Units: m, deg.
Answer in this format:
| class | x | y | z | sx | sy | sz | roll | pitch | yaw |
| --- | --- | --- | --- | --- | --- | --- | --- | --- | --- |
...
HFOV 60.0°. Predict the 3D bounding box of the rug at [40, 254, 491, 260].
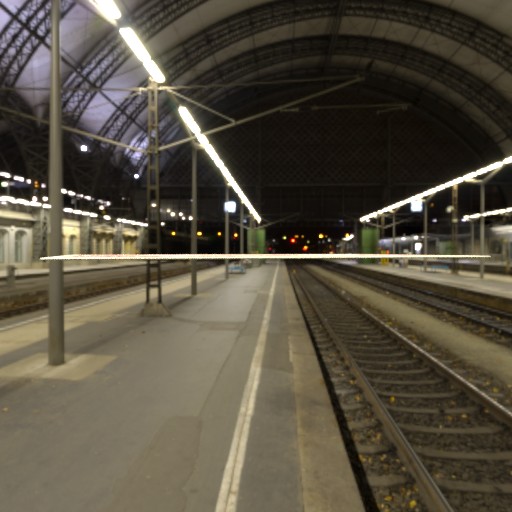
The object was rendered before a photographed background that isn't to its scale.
| class | x | y | z | sx | sy | sz | roll | pitch | yaw |
| --- | --- | --- | --- | --- | --- | --- | --- | --- | --- |
| rug | 0.000 | 0.000 | 1.065 | 0.868 | 0.004 | 0.556 | 0 | 1 | -18 |
